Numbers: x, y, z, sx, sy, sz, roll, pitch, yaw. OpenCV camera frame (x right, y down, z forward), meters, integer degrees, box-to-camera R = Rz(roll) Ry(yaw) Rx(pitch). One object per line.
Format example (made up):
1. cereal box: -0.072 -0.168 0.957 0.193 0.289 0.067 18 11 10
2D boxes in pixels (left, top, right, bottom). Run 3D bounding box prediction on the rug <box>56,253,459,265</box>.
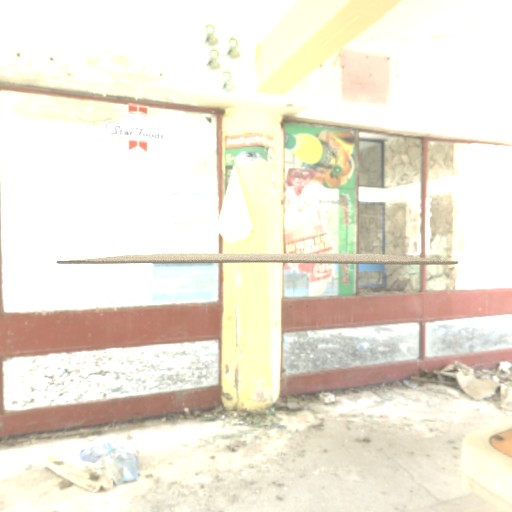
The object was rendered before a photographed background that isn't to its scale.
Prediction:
1. rug: 0.000 0.000 4.258 2.434 0.045 3.202 0 1 0
